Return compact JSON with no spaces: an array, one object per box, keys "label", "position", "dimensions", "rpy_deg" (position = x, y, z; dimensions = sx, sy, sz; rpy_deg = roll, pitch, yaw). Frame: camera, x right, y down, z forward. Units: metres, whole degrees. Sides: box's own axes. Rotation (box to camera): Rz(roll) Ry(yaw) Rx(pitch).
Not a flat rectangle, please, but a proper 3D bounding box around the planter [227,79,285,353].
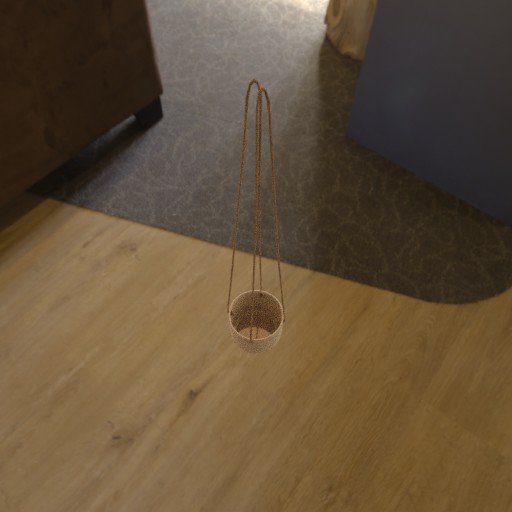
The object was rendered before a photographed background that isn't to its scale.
[{"label":"planter","position":[0.000,0.000,0.923],"dimensions":[0.146,0.841,0.146],"rpy_deg":[-30,63,-18]}]
